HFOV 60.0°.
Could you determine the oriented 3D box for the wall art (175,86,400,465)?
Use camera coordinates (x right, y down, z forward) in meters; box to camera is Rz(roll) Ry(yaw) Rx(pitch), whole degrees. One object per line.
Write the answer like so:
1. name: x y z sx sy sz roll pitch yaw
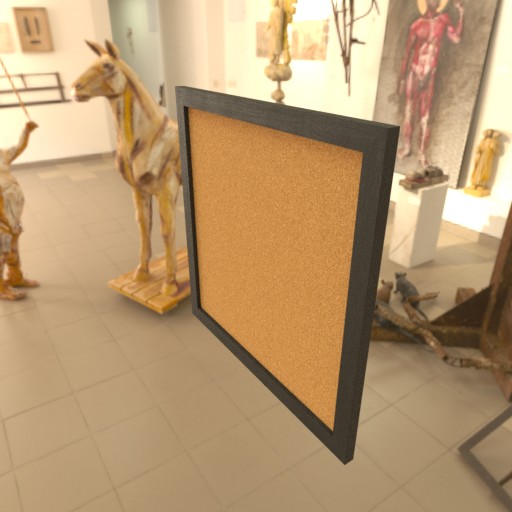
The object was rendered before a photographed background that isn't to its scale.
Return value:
1. wall art: 0.000 0.000 1.524 0.038 1.016 1.016 -17 31 -31
